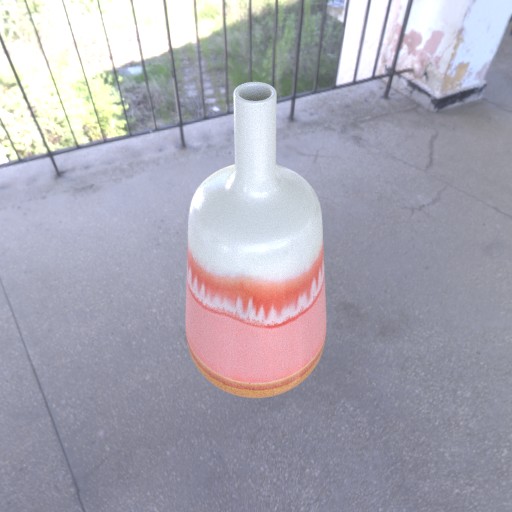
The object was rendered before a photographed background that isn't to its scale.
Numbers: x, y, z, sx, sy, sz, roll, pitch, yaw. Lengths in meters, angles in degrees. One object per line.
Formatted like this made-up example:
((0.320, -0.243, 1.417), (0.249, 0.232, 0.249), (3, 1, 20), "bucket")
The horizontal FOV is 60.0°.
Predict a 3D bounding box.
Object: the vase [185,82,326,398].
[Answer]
((0.000, 0.000, 0.379), (0.144, 0.296, 0.144), (0, 48, 0), "vase")
